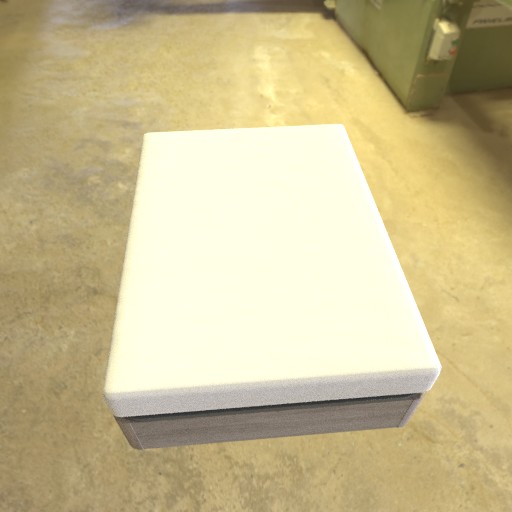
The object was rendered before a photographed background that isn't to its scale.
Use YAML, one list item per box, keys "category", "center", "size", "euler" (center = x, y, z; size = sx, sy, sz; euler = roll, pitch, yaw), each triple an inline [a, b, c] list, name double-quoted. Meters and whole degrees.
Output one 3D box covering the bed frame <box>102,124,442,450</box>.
- category: "bed frame"
  center: [0.000, 0.000, 2.586]
  size: [1.400, 0.561, 1.900]
  euler: [-4, 48, -3]
